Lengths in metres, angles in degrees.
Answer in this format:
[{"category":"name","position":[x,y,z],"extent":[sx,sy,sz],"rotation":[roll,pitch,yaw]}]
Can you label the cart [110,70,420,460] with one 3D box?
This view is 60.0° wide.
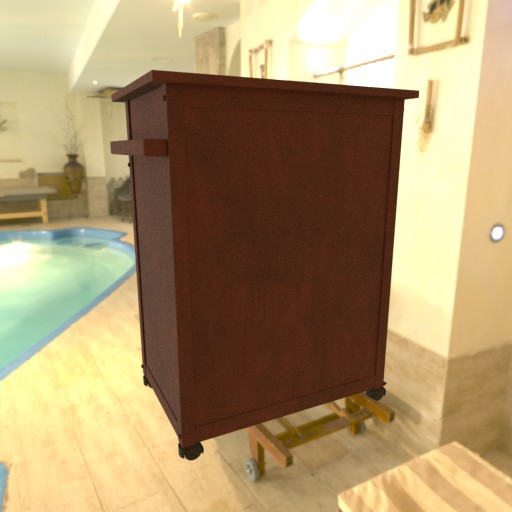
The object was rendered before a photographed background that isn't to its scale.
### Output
[{"category":"cart","position":[0.000,0.000,1.240],"extent":[0.683,0.864,0.442],"rotation":[-7,15,-26]}]
